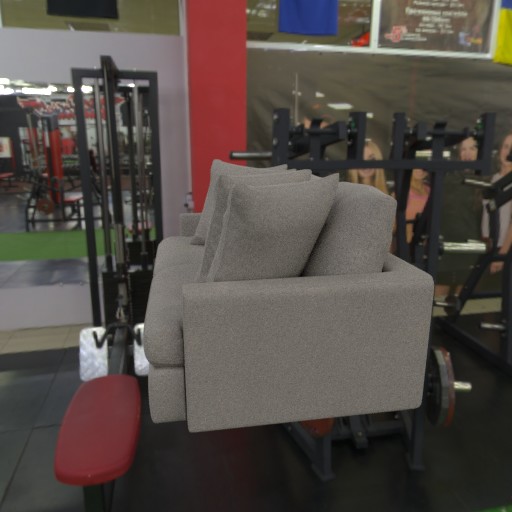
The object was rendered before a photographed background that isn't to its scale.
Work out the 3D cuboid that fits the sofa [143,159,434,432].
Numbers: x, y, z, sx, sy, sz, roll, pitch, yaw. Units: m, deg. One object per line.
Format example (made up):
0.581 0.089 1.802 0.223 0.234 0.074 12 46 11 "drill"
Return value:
0.000 0.000 2.649 1.228 1.080 1.869 -3 15 -9 "sofa"
